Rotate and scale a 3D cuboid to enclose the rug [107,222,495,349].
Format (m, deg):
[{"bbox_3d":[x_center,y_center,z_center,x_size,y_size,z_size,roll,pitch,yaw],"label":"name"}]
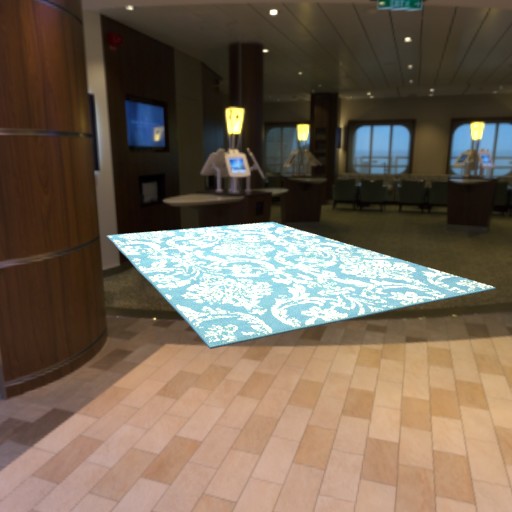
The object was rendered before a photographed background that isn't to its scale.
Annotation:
[{"bbox_3d":[0.000,0.000,2.291,1.211,0.012,1.833,-7,15,-26],"label":"rug"}]
